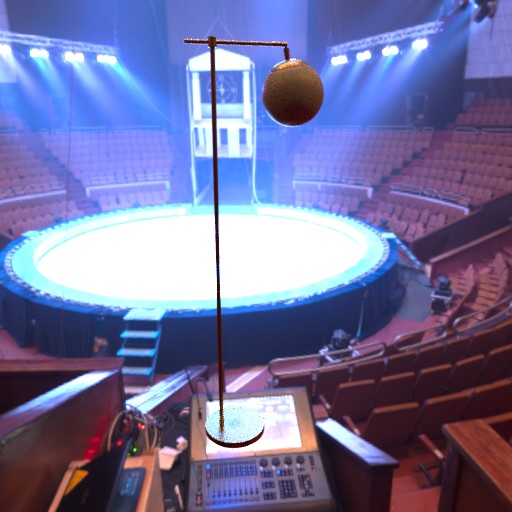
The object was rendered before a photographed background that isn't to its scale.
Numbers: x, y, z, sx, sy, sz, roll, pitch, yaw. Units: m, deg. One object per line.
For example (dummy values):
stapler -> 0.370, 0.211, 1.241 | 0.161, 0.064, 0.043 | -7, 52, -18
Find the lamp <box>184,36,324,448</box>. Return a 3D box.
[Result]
lamp -> 0.000, 0.000, 1.681 | 0.476, 1.505, 0.249 | -3, 16, -10
